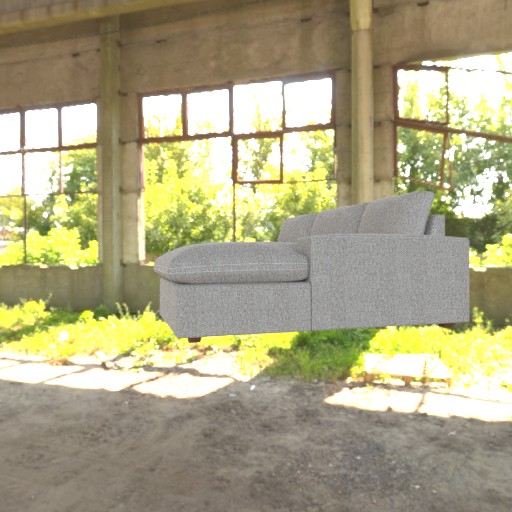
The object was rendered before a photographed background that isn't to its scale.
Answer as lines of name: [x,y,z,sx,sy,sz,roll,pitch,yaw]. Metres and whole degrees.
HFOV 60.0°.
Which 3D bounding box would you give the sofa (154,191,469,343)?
sofa: [0.000,0.000,3.550,1.689,0.813,2.718,0,0,-18]
